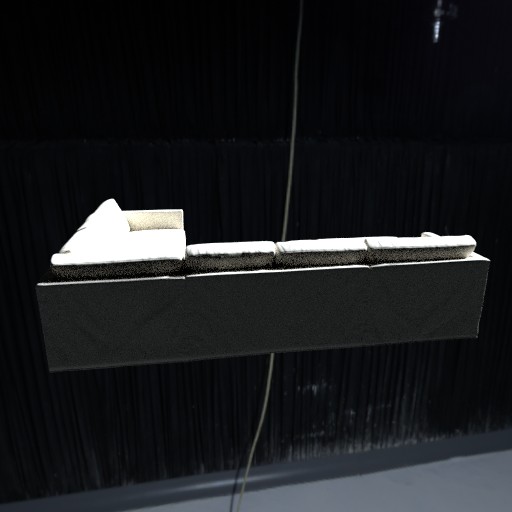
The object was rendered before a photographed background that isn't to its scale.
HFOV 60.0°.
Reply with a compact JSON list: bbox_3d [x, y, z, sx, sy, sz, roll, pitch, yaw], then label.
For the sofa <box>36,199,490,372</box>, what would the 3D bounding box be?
[{"bbox_3d":[0.000,0.000,4.484,3.464,0.882,2.448,-3,18,-9],"label":"sofa"}]
